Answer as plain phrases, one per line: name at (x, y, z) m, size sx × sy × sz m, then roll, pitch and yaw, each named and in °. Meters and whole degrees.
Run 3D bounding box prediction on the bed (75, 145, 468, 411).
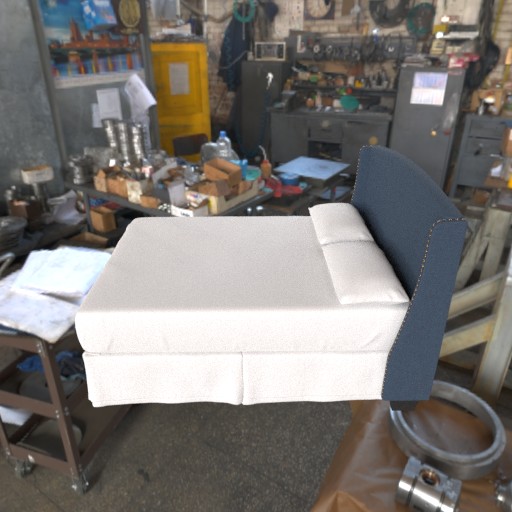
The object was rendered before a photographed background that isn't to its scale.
bed at (0.000, 0.000, 3.303) m, size 2.237 × 1.407 × 1.710 m, roll 0°, pitch 27°, yaw -1°
